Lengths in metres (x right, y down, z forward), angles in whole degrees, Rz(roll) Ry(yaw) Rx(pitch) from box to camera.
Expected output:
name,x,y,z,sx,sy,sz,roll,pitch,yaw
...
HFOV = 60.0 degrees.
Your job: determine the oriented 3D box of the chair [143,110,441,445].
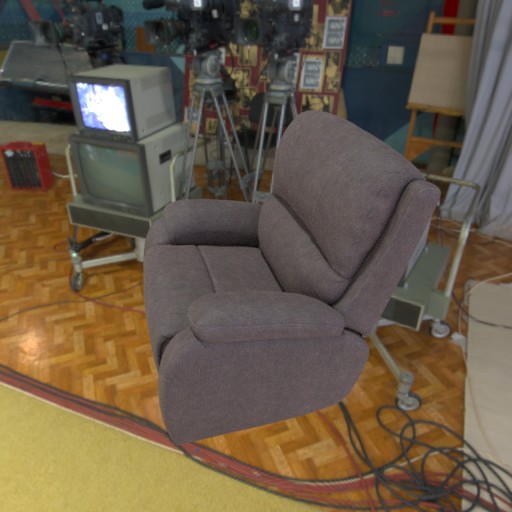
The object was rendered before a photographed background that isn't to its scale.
name,x,y,z,sx,sy,sz,roll,pitch,yaw
chair,0.000,0.000,1.748,0.899,1.011,0.930,-8,32,-14
